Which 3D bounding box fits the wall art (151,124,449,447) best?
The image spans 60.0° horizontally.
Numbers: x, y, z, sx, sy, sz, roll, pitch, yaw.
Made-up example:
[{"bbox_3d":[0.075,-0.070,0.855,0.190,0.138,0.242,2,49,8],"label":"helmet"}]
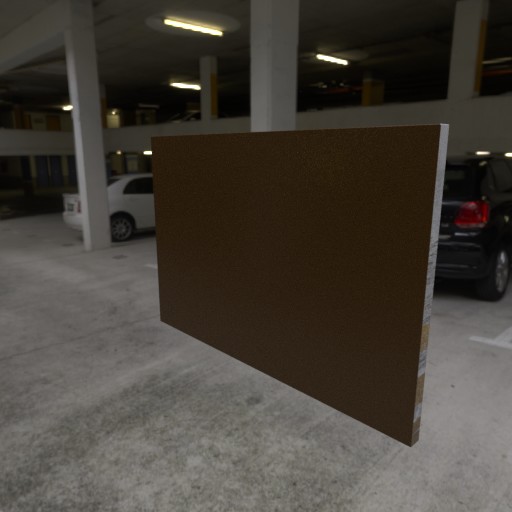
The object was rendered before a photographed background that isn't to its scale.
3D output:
[{"bbox_3d":[0.000,0.000,1.415,0.041,0.762,1.145,-12,18,-42],"label":"wall art"}]
